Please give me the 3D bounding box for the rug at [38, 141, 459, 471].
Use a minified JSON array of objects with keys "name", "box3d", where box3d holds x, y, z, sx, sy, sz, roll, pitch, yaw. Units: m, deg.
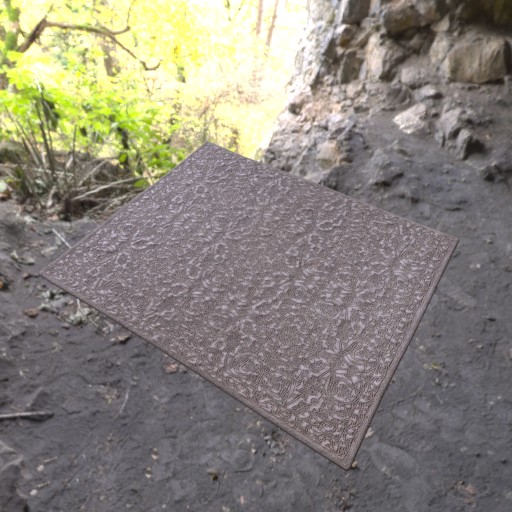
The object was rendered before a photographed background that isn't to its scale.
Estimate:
[{"name":"rug","box3d":[0.000,0.000,4.066,3.017,0.035,2.472,26,53,21]}]
